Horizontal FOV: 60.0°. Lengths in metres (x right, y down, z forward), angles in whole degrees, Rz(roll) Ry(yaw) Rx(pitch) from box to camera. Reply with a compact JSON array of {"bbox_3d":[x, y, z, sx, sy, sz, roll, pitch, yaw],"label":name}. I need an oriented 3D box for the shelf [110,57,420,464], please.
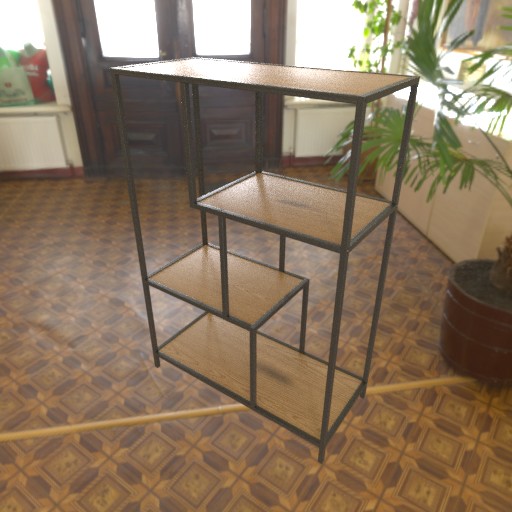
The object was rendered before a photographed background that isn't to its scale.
[{"bbox_3d":[0.000,0.000,1.472,0.770,1.138,0.350,19,35,30],"label":"shelf"}]
